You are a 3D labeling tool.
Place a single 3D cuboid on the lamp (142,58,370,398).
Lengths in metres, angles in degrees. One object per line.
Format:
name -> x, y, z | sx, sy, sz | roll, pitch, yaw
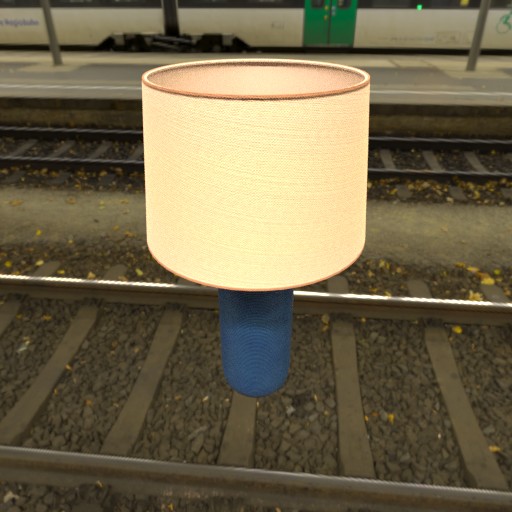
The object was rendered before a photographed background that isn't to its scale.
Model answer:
lamp -> 0.000, 0.000, 0.790 | 0.367, 0.609, 0.367 | 0, 31, 0
